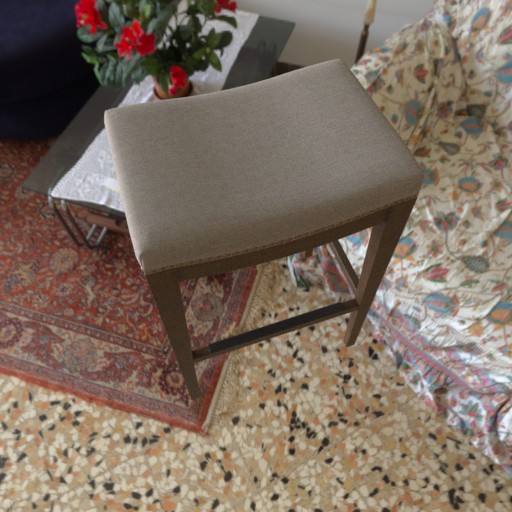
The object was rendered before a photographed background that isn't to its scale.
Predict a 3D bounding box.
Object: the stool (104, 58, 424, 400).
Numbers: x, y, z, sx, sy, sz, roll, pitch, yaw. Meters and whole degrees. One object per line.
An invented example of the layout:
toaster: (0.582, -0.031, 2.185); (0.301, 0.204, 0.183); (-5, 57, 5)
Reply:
stool: (0.000, 0.000, 1.064); (0.508, 0.762, 0.356); (-16, 60, -10)
